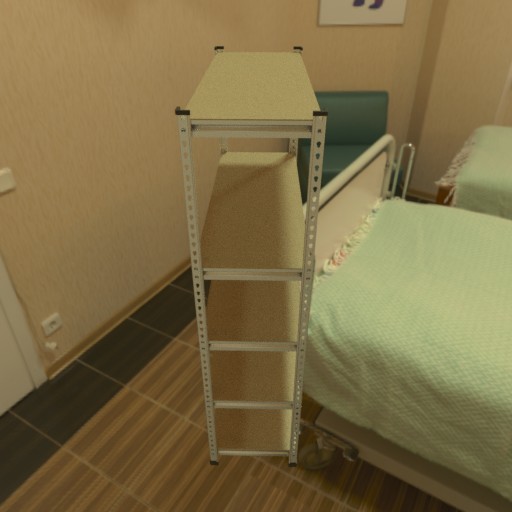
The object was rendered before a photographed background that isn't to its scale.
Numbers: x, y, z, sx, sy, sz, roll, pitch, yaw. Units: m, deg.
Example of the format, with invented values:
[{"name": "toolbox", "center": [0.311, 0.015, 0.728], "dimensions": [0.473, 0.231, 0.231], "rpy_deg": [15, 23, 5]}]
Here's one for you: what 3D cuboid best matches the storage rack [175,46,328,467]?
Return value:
[{"name": "storage rack", "center": [0.000, 0.000, 2.319], "dimensions": [0.457, 1.829, 1.219], "rpy_deg": [1, 33, 1]}]
